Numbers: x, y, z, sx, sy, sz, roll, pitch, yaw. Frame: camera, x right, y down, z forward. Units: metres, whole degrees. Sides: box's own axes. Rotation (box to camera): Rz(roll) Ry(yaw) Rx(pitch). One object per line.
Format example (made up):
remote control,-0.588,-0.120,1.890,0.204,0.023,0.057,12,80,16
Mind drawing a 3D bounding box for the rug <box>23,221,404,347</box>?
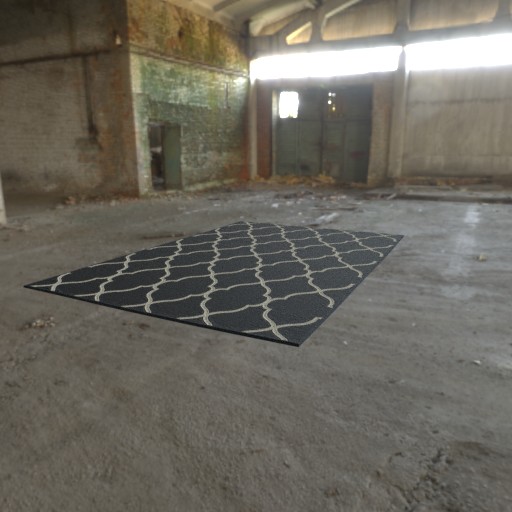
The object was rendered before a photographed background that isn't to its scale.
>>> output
rug,0.000,0.000,2.909,1.526,0.014,2.290,7,16,26
